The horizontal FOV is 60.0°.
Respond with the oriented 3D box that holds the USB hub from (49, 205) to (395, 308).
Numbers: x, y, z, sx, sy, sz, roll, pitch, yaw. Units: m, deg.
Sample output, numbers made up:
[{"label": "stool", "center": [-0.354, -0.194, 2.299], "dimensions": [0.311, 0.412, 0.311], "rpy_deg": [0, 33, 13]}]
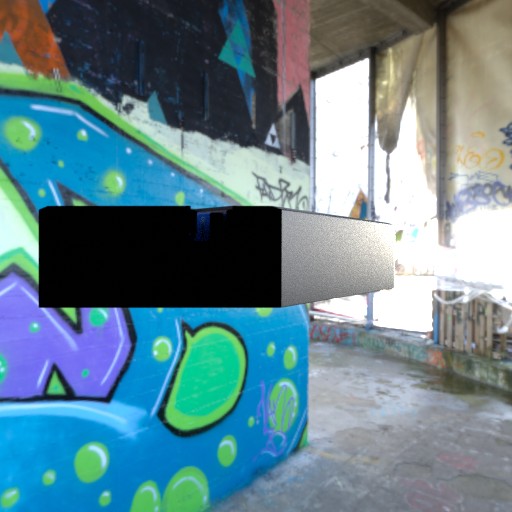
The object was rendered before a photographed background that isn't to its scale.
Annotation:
[{"label": "USB hub", "center": [0.000, 0.000, 0.129], "dimensions": [0.044, 0.023, 0.110], "rpy_deg": [0, 0, 38]}]
